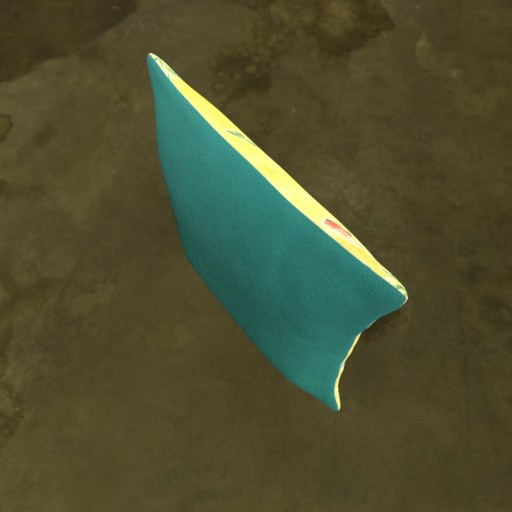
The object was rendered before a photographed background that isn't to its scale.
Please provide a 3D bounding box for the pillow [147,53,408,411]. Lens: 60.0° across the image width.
[{"bbox_3d":[0.000,0.000,0.778,0.166,0.508,0.525,-33,63,-19],"label":"pillow"}]
